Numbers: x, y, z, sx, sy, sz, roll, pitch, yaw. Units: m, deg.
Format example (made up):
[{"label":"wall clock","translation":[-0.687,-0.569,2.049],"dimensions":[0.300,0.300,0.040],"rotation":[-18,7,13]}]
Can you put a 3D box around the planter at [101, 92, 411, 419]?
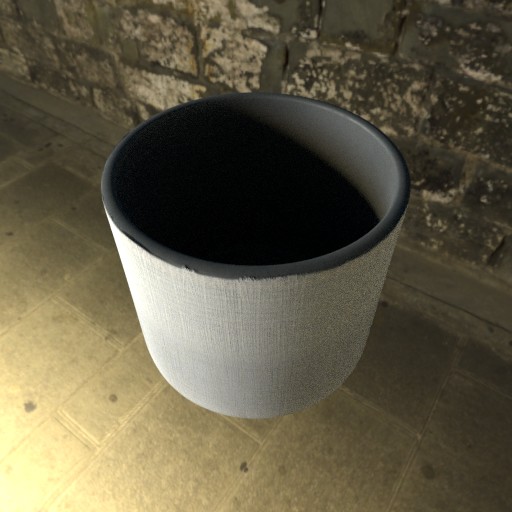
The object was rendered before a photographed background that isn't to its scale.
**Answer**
[{"label":"planter","translation":[0.000,0.000,0.397],"dimensions":[0.226,0.201,0.226],"rotation":[0,47,0]}]
